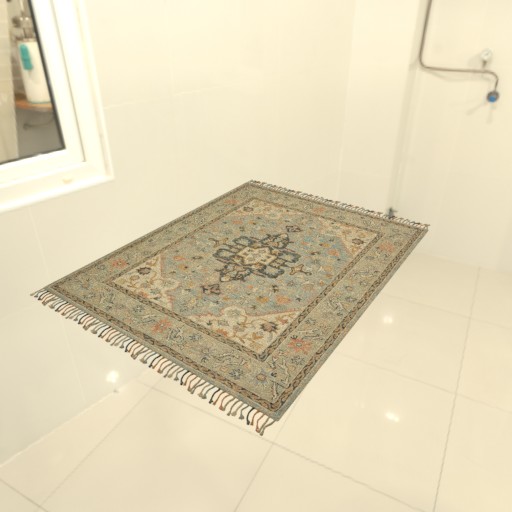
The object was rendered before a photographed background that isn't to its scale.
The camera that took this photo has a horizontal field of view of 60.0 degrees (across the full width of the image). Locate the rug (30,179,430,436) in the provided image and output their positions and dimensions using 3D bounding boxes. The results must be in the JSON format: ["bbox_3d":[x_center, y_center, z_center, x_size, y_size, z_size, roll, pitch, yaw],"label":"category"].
[{"bbox_3d":[0.000,0.000,2.269,1.278,0.009,1.730,20,36,29],"label":"rug"}]
